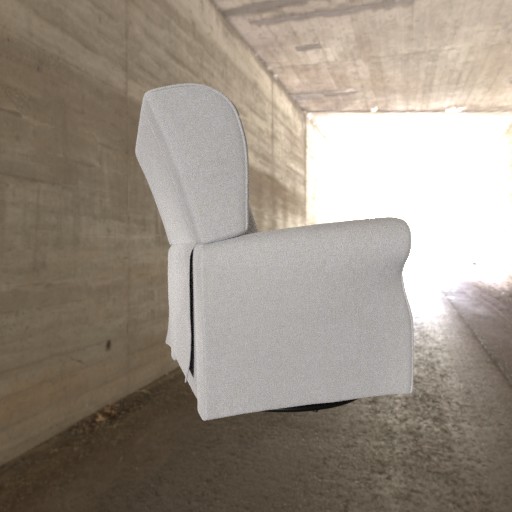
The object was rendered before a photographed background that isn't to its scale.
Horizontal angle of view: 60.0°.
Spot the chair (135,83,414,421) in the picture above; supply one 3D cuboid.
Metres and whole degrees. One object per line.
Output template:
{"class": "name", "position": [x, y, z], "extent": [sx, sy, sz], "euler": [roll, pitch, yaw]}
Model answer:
{"class": "chair", "position": [0.000, 0.000, 1.665], "extent": [0.854, 0.967, 0.906], "euler": [0, 1, -17]}
